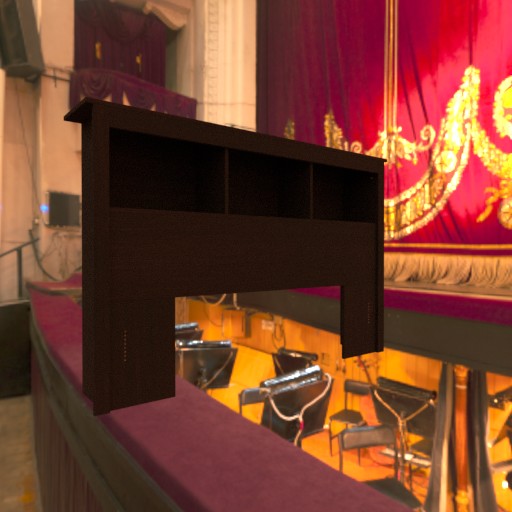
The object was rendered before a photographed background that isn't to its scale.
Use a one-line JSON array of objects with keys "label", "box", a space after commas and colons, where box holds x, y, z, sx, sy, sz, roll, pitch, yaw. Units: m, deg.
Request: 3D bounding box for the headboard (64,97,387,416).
[{"label": "headboard", "box": [0.000, 0.000, 2.126, 1.671, 1.092, 0.279, -1, 1, -38]}]
